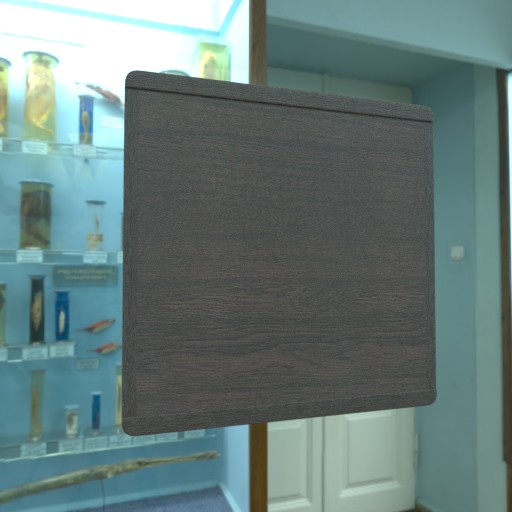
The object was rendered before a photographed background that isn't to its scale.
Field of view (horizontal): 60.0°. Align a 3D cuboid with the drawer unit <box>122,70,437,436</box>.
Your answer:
[{"bbox_3d":[0.000,0.000,0.598,0.344,0.344,0.290,1,-2,-17],"label":"drawer unit"}]
